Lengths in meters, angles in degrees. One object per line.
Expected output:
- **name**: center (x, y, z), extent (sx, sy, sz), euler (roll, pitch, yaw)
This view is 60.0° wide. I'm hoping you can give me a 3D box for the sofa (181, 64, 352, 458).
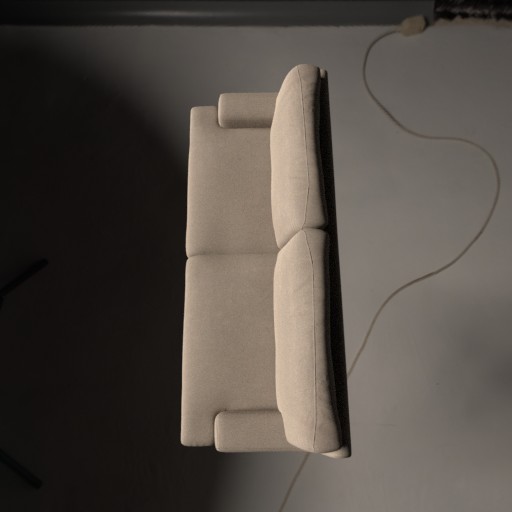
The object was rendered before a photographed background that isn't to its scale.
- **sofa**: center (0.000, 0.000, 2.872), extent (0.962, 0.980, 2.354), euler (-1, 75, 0)
